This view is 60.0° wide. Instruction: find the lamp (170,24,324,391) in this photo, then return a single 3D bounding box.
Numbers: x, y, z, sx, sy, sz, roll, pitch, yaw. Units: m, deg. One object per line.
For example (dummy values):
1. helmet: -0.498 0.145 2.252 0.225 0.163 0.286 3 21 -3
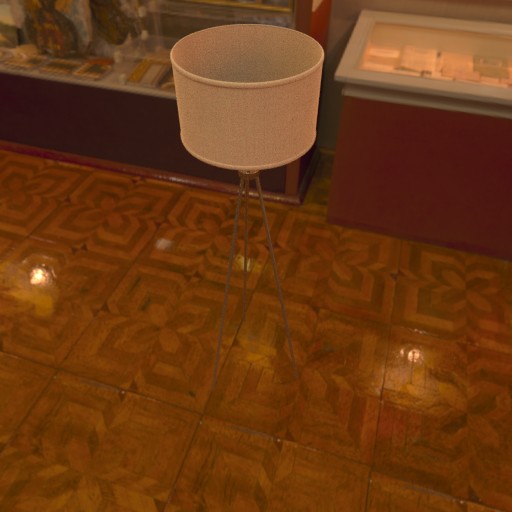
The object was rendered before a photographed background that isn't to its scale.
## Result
1. lamp: 0.000 0.000 1.726 0.460 1.545 0.449 14 47 14
